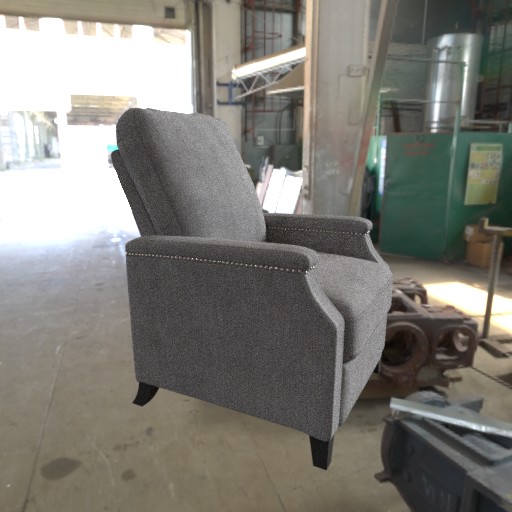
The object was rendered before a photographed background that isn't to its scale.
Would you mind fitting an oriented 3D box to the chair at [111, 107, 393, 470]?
[{"bbox_3d":[0.000,0.000,1.651,0.922,1.049,0.710,7,15,27],"label":"chair"}]
